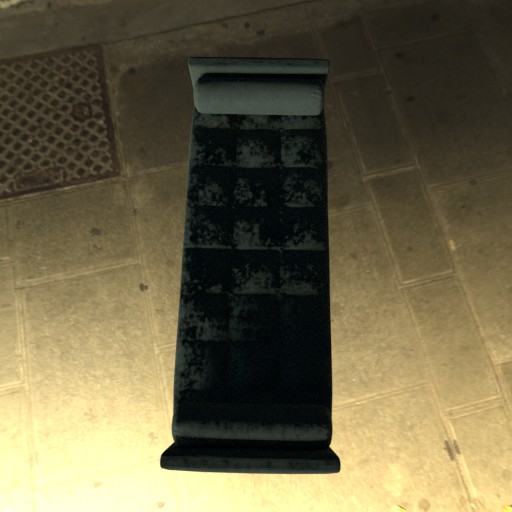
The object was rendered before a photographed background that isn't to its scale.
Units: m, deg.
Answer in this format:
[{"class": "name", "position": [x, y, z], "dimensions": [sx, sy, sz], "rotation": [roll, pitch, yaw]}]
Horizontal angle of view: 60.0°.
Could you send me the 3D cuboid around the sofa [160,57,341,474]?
[{"class": "sofa", "position": [0.000, 0.000, 2.460], "dimensions": [0.797, 0.657, 2.102], "rotation": [1, 75, 0]}]
